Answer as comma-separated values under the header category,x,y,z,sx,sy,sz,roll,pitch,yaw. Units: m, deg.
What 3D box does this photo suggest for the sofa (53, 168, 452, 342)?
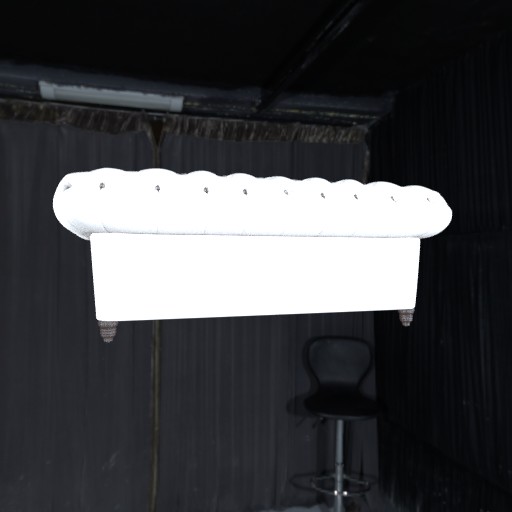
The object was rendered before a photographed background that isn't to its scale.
category,x,y,z,sx,sy,sz,roll,pitch,yaw
sofa,0.000,0.000,2.456,1.998,0.764,0.986,0,0,-17
